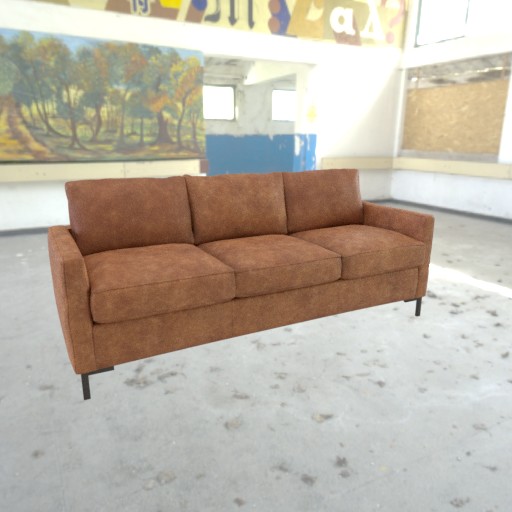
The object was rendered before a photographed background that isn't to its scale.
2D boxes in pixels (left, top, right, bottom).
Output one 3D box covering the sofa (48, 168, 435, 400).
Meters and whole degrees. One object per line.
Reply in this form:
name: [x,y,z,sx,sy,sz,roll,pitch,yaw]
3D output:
sofa: [0.000,0.000,2.429,2.029,0.863,0.748,-8,17,-26]
